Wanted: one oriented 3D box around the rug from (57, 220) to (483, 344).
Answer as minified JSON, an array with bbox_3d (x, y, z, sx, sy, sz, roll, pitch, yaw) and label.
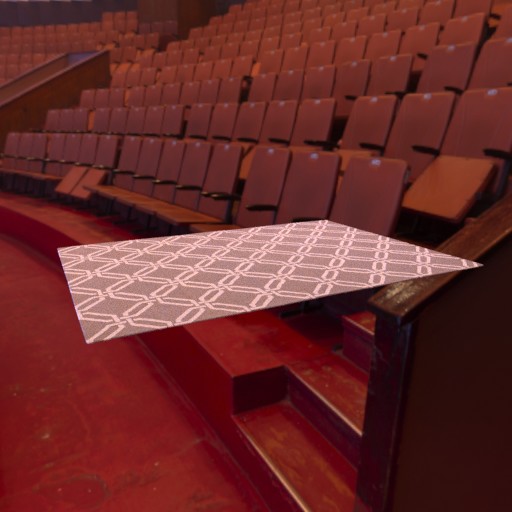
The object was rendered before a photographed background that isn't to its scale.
[{"bbox_3d":[0.000,0.000,4.320,3.419,0.020,2.441,-8,17,-26],"label":"rug"}]
